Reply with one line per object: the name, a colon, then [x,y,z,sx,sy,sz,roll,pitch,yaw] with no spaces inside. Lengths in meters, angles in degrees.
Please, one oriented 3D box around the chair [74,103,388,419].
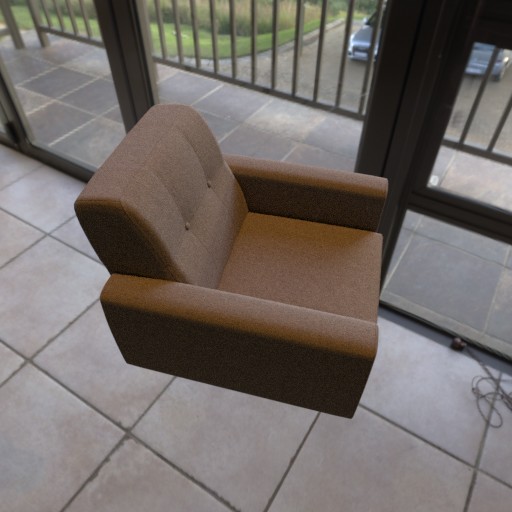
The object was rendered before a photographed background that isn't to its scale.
chair: [0.000,0.000,1.611,0.907,0.839,0.831,10,47,9]
